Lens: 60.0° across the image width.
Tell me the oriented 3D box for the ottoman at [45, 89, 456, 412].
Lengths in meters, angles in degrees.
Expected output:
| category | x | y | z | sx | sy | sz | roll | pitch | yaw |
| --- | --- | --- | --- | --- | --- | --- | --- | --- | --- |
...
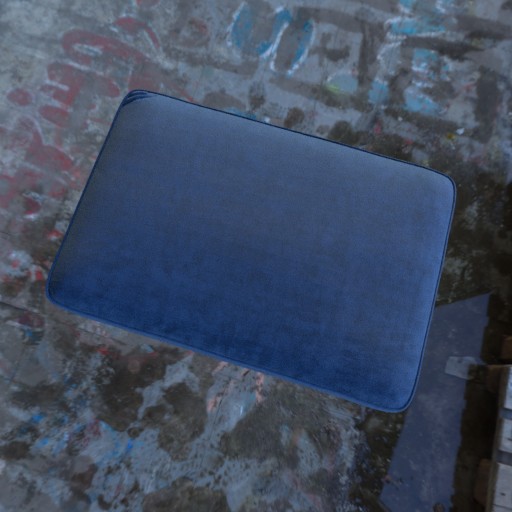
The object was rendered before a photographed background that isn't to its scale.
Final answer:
| category | x | y | z | sx | sy | sz | roll | pitch | yaw |
| --- | --- | --- | --- | --- | --- | --- | --- | --- | --- |
| ottoman | 0.000 | 0.000 | 1.221 | 0.862 | 0.484 | 0.583 | 17 | 78 | 4 |
